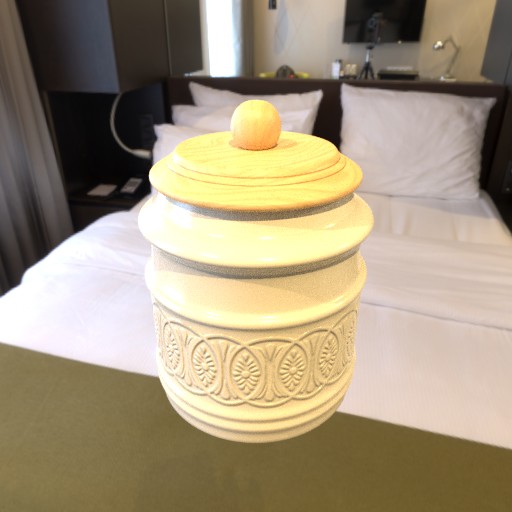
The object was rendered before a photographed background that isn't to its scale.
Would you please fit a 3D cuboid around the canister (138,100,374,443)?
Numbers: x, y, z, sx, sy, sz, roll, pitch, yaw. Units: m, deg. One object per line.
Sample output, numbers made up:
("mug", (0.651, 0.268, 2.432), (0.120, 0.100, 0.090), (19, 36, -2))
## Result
("canister", (0.000, 0.000, 0.264), (0.130, 0.176, 0.130), (0, 27, 0))
